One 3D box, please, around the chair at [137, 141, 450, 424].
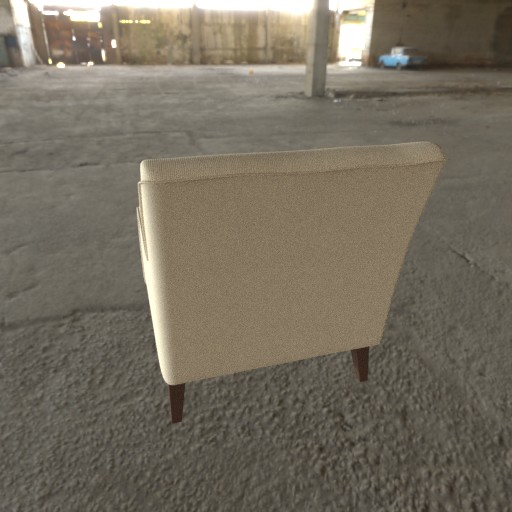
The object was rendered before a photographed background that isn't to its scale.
[{"bbox_3d":[0.000,0.000,1.590,0.780,0.919,0.899,-7,27,-15],"label":"chair"}]
